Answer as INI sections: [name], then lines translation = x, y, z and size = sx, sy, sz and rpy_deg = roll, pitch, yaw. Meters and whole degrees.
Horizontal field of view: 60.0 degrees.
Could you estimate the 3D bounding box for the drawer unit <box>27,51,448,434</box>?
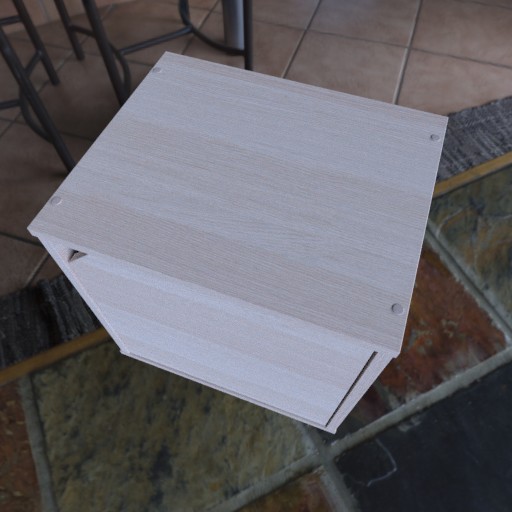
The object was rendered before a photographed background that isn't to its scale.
[drawer unit]
translation = 0.000, 0.000, 0.599
size = 0.349, 0.344, 0.290
rpy_deg = 17, 60, 11
